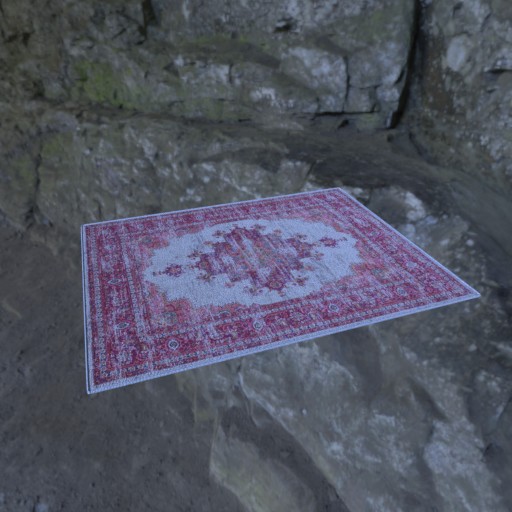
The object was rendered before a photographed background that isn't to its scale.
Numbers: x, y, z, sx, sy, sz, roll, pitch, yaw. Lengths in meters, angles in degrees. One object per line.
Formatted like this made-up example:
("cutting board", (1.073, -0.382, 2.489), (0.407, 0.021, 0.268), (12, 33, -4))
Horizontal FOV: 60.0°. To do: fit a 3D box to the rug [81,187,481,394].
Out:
("rug", (0.000, 0.000, 4.219), (3.123, 0.017, 2.447), (-10, 33, -17))
